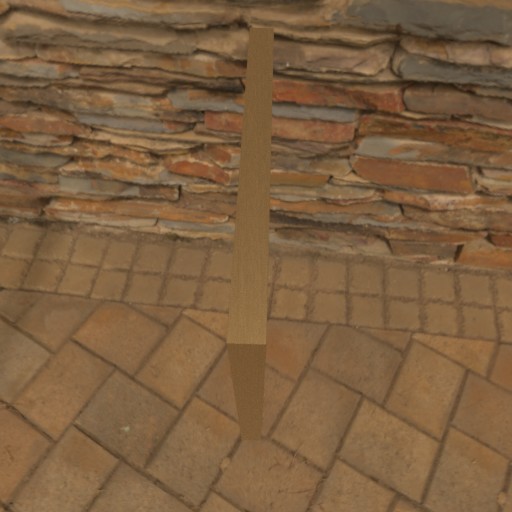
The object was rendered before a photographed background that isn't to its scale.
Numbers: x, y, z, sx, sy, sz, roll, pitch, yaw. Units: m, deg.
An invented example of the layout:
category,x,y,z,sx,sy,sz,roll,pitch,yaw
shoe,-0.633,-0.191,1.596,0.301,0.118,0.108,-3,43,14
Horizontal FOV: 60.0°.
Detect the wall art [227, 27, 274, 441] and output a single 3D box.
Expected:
category,x,y,z,sx,sy,sz,roll,pitch,yaw
wall art,0.000,0.000,0.763,0.037,0.509,0.510,2,58,1
